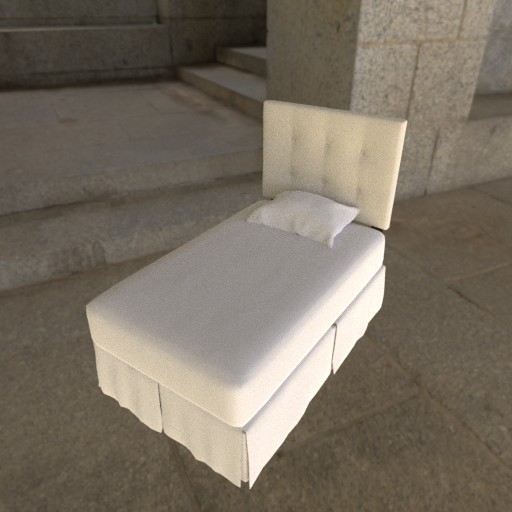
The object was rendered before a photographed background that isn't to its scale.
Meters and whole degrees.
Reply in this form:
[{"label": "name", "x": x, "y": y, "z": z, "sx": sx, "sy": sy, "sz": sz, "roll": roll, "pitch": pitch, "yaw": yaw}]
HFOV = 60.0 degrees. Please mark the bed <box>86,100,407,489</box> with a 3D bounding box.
[{"label": "bed", "x": 0.000, "y": 0.000, "z": 2.965, "sx": 1.261, "sy": 1.571, "sz": 1.997, "roll": 20, "pitch": 36, "yaw": 29}]
